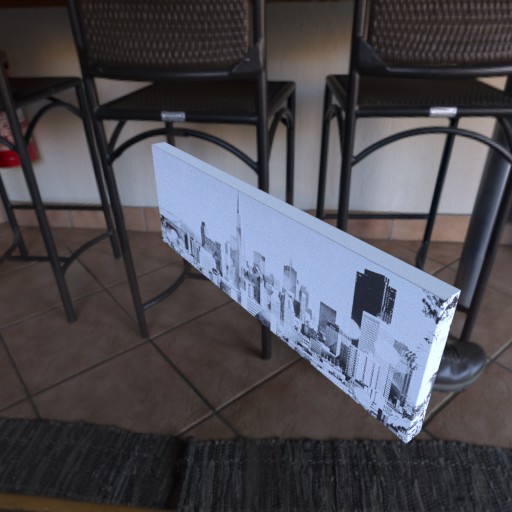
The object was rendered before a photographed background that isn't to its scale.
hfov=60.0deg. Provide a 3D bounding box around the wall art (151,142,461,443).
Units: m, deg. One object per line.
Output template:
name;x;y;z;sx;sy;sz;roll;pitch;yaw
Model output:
wall art;0.000;0.000;0.848;0.036;0.256;0.766;-21;37;-31
